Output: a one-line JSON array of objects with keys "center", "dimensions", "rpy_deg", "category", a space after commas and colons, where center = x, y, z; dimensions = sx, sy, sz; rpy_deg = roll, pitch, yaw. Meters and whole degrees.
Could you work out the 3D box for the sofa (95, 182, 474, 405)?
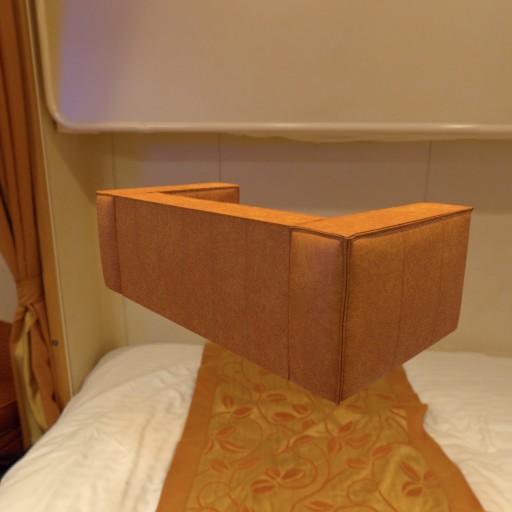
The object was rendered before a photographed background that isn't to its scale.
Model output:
[{"center": [0.000, 0.000, 2.639], "dimensions": [1.102, 0.703, 2.088], "rpy_deg": [-13, 19, -41], "category": "sofa"}]
